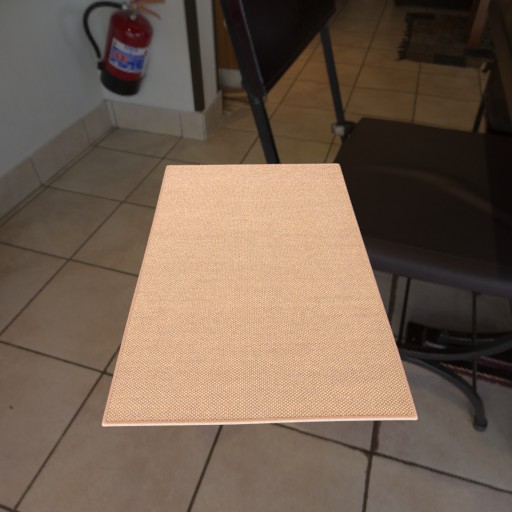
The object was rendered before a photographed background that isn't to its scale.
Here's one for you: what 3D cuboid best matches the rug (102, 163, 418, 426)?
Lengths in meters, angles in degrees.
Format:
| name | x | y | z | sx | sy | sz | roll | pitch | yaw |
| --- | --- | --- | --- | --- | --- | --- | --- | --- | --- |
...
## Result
| name | x | y | z | sx | sy | sz | roll | pitch | yaw |
| --- | --- | --- | --- | --- | --- | --- | --- | --- | --- |
| rug | 0.000 | 0.000 | 2.104 | 1.067 | 0.013 | 1.676 | -1 | 42 | -1 |
